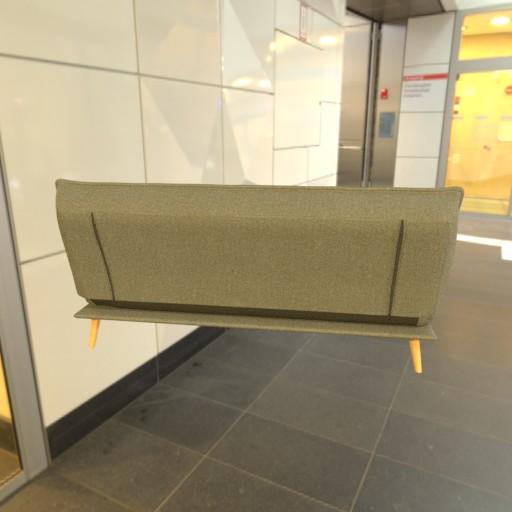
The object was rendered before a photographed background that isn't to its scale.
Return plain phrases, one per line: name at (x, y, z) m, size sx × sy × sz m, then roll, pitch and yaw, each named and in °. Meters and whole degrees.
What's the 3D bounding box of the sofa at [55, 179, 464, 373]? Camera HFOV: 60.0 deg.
sofa at (0.000, 0.000, 2.478) m, size 1.940 × 0.890 × 0.950 m, roll 2°, pitch 16°, yaw 8°
